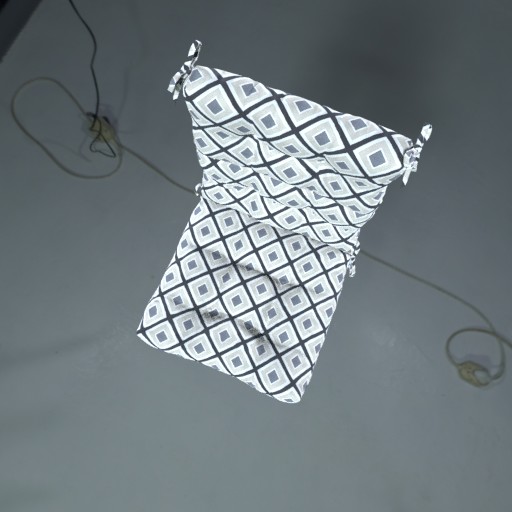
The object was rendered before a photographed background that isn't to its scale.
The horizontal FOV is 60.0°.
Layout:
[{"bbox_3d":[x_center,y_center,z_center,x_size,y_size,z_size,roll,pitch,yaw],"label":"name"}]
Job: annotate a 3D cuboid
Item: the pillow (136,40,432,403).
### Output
[{"bbox_3d":[0.000,0.000,1.030,0.519,0.605,0.571,21,76,5],"label":"pillow"}]
